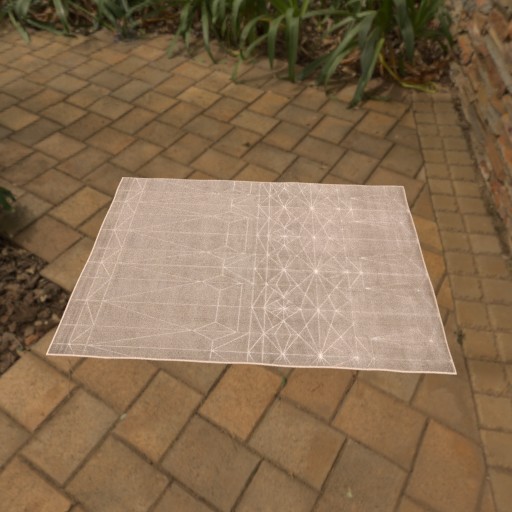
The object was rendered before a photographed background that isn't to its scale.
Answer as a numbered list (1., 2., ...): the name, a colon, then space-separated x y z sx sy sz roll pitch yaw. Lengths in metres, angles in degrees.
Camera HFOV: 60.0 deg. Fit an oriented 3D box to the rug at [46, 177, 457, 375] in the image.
1. rug: 0.000 0.000 4.440 3.357 0.019 2.449 2 47 2
